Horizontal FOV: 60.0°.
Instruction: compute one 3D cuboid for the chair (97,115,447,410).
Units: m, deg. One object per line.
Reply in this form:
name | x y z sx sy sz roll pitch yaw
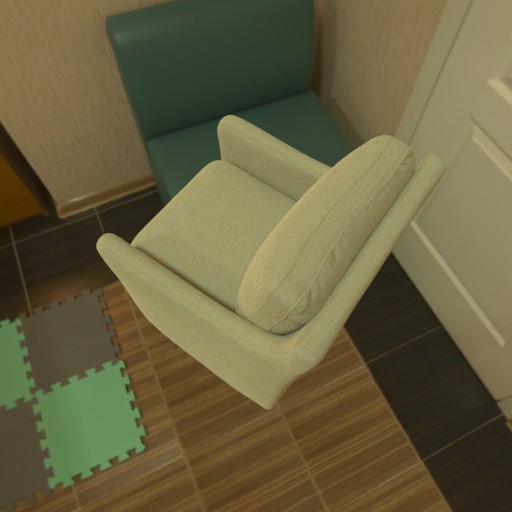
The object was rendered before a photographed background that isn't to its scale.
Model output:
chair | 0.000 0.000 1.361 0.694 0.914 0.626 32 67 16
